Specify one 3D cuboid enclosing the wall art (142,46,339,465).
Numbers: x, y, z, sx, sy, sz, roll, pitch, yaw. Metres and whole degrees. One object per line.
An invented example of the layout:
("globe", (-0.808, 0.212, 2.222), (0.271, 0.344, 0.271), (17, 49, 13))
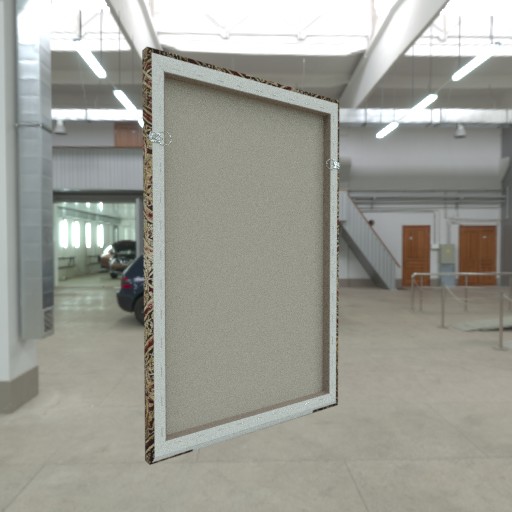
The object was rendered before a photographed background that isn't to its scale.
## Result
("wall art", (0.000, 0.000, 1.146), (0.599, 0.904, 0.030), (-1, 2, -37))
